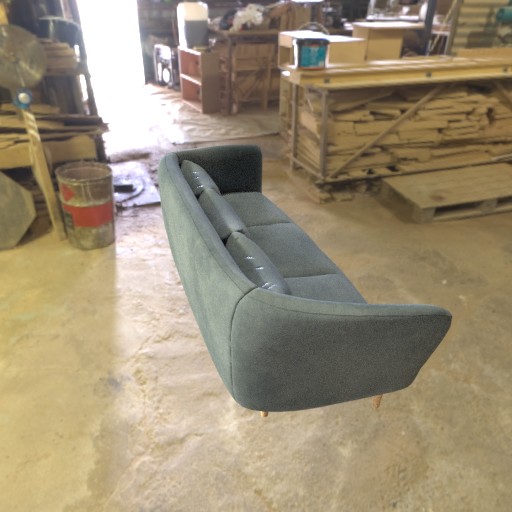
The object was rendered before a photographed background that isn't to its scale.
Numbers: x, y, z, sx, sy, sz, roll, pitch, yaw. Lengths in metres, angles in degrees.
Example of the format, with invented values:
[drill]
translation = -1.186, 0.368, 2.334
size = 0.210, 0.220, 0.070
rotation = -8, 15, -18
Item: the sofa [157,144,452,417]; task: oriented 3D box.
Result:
[sofa]
translation = 0.000, 0.000, 2.500
size = 0.849, 0.795, 2.095
rotation = -11, 33, -17
